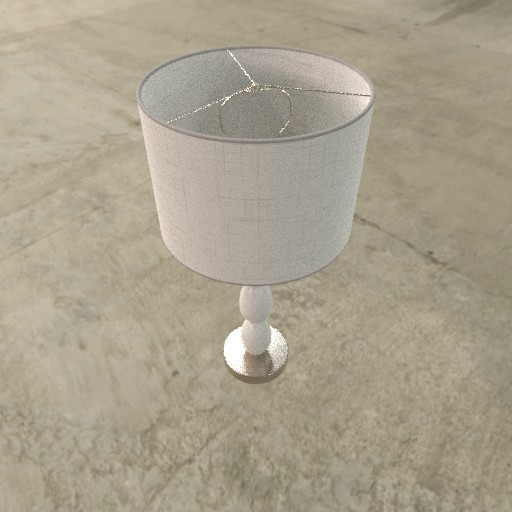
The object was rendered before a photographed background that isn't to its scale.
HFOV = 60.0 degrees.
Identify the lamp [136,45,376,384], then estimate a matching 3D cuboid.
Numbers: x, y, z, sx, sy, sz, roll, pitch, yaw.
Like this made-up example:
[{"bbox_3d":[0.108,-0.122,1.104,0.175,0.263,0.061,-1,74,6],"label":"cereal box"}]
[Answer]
[{"bbox_3d":[0.000,0.000,0.717,0.282,0.559,0.280,-12,44,-13],"label":"lamp"}]
